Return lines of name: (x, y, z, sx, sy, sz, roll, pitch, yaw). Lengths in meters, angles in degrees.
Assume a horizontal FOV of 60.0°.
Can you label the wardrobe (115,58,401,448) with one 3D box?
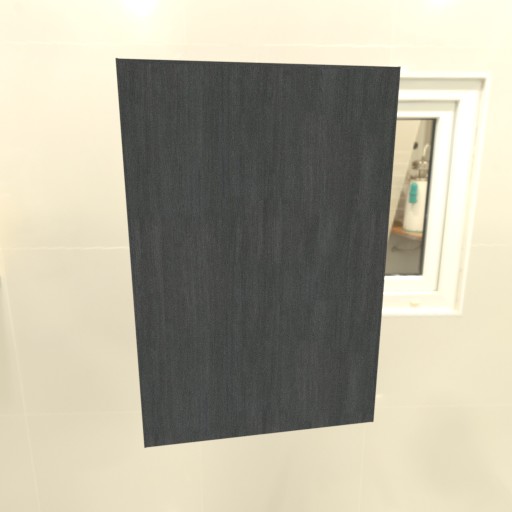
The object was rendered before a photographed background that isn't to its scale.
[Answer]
wardrobe: (0.000, 0.000, 2.455, 1.290, 1.910, 0.510, -3, 15, -10)
